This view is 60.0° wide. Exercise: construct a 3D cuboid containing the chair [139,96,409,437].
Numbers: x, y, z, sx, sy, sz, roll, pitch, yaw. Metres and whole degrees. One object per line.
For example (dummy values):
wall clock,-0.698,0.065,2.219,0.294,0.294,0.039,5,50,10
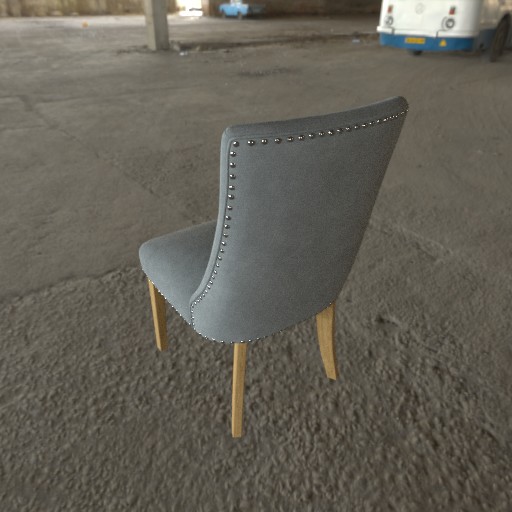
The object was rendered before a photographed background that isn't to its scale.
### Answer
chair,0.000,0.000,1.262,0.495,0.902,0.610,-20,36,-30
